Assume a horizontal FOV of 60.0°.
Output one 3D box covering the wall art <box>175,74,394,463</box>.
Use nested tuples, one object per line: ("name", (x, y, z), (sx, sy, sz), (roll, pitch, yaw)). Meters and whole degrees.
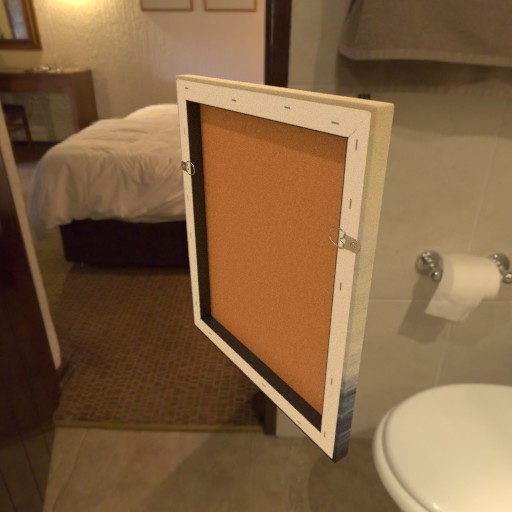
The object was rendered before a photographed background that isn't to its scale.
("wall art", (0.000, 0.000, 0.985), (0.041, 0.710, 0.608), (-18, 32, -31))
